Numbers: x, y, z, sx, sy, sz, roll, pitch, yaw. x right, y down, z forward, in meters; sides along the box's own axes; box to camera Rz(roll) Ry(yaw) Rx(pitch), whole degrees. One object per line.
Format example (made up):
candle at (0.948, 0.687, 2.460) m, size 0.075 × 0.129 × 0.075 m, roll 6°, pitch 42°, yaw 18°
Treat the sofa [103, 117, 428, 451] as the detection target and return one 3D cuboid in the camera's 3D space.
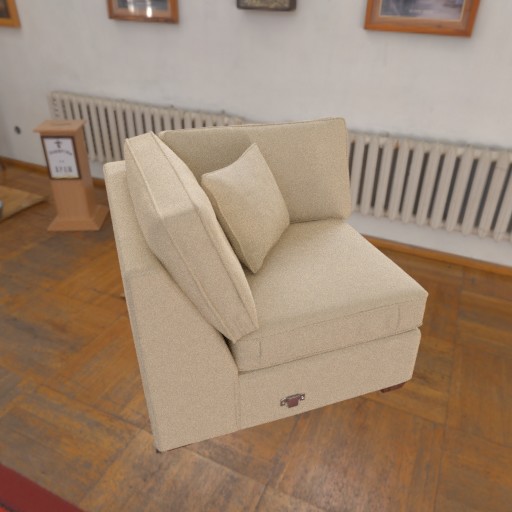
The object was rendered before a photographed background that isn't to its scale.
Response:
sofa at (0.000, 0.000, 1.959) m, size 1.146 × 1.002 × 1.084 m, roll -10°, pitch 31°, yaw -17°
